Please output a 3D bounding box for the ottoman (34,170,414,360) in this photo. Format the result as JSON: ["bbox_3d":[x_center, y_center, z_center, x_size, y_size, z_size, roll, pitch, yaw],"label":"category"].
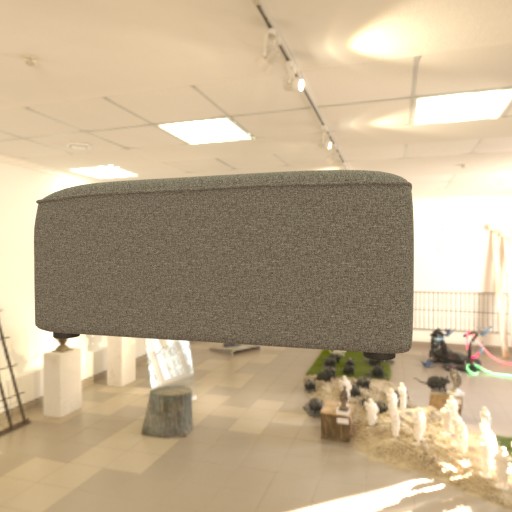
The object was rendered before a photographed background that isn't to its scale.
[{"bbox_3d":[0.000,0.000,1.568,1.015,0.464,1.005,0,0,17],"label":"ottoman"}]
